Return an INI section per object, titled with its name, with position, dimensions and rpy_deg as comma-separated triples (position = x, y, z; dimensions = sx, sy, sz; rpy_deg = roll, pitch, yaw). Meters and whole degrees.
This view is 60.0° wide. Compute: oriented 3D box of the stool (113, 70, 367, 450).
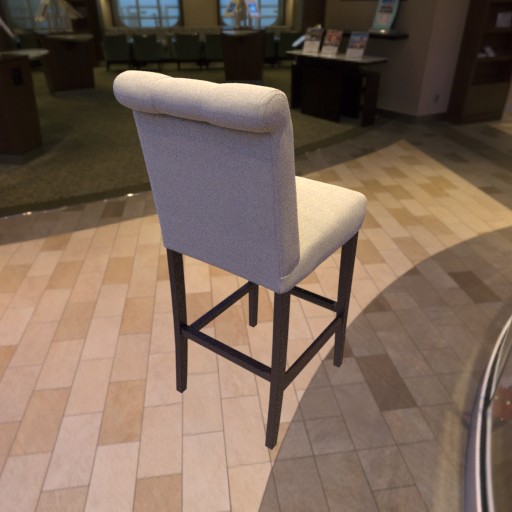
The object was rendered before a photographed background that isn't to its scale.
[stool]
position = 0.000, 0.000, 1.437
dimensions = 0.493, 1.140, 0.601
rpy_deg = 20, 36, 31
